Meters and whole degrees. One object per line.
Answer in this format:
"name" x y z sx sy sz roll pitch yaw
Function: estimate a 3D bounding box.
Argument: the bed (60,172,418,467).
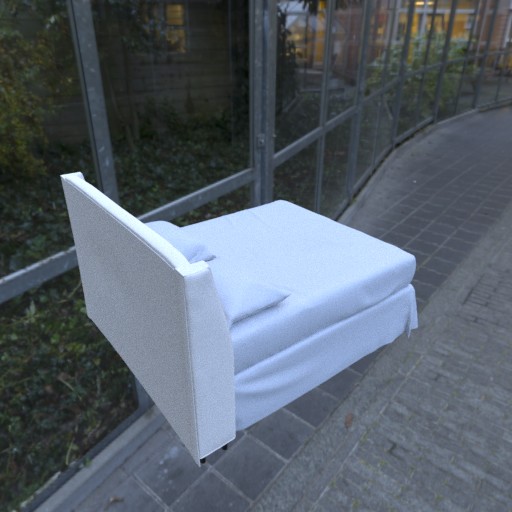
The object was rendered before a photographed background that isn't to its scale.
"bed" 0.000 0.000 3.539 2.276 1.332 1.925 -19 33 -32
